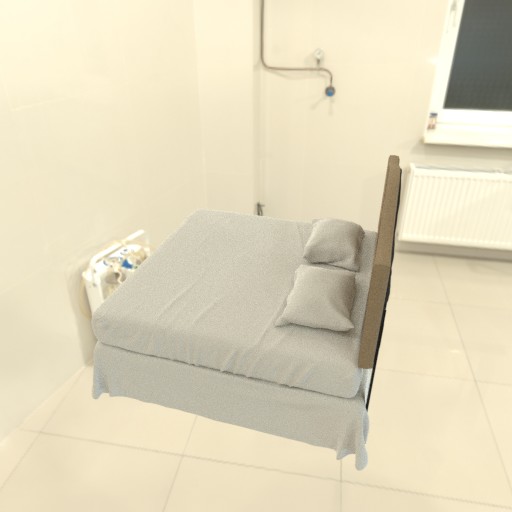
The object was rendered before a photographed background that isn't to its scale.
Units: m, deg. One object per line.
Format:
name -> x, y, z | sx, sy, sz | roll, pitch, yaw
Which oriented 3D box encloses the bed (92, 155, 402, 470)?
bed -> 0.000, 0.000, 3.699 | 2.222, 1.651, 2.311 | 9, 32, 15
